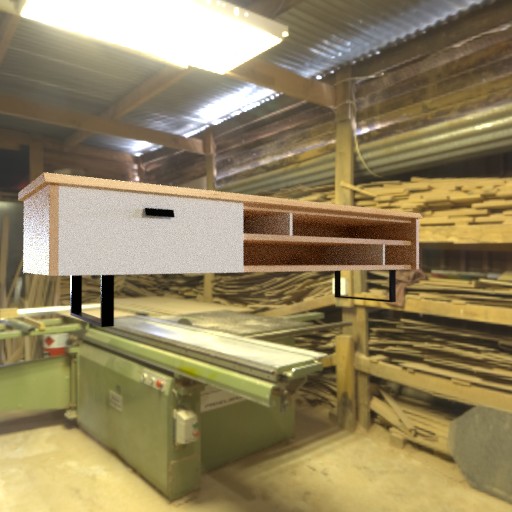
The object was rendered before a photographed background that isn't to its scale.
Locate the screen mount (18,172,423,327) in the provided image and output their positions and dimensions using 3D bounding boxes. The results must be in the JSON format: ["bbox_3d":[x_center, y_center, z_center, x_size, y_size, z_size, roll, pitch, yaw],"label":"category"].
[{"bbox_3d":[0.000,0.000,1.845,1.700,0.430,0.450,1,-1,-36],"label":"screen mount"}]
